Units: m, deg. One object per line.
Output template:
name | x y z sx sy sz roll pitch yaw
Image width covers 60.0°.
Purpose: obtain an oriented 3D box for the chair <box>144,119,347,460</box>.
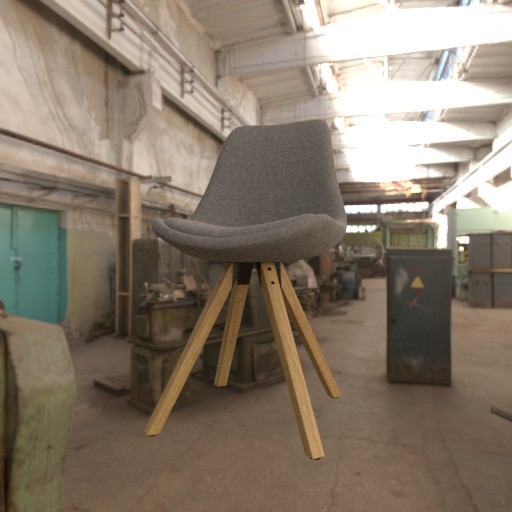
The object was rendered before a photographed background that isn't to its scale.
chair | 0.000 0.000 1.213 0.483 0.865 0.550 0 1 17
